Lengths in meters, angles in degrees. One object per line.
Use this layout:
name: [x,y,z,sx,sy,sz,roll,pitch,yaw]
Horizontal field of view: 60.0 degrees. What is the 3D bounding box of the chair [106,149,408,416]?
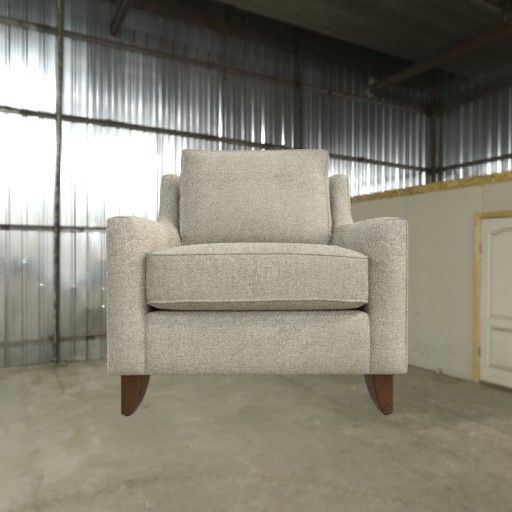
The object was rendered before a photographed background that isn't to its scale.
chair: [0.000,0.000,1.584,0.838,0.864,0.918,0,1,-1]
